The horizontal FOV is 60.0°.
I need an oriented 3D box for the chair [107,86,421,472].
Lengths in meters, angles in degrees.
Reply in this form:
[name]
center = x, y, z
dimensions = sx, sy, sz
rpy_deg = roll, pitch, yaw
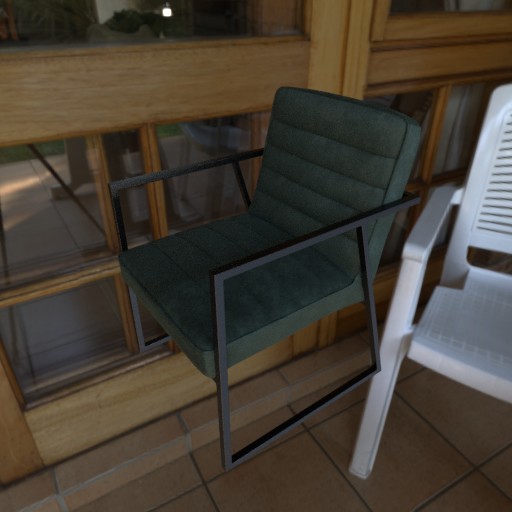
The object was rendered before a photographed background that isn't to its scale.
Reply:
[chair]
center = 0.000, 0.000, 1.296
dimensions = 0.677, 0.833, 0.571
rpy_deg = -21, 37, -30
